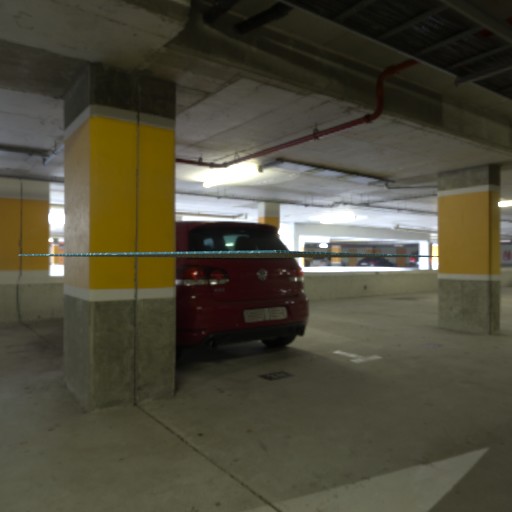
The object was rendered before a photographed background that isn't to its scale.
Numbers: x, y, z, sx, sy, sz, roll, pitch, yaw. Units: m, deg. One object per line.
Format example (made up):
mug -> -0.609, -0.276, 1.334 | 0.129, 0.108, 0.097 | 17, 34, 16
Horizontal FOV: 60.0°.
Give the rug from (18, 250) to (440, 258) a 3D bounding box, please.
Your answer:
rug -> 0.000, 0.000, 4.005 | 2.432, 0.012, 3.033 | 0, -1, 36
